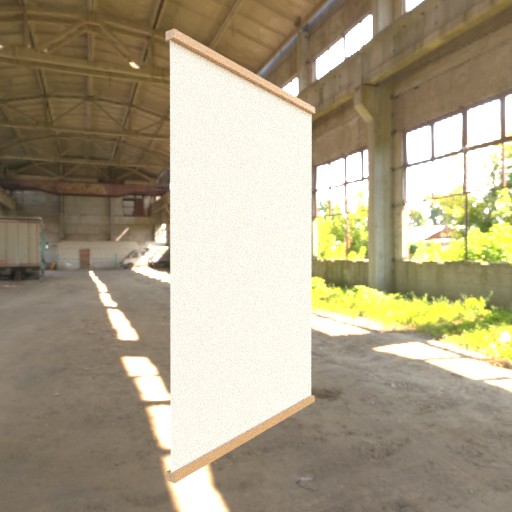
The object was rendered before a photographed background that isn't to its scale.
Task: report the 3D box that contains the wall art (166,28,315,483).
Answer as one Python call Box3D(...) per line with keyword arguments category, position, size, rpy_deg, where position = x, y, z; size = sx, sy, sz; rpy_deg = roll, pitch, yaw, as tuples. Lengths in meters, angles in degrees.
Box3D(category="wall art", position=(0.000, 0.000, 1.274), size=(0.027, 1.020, 0.669), rpy_deg=(0, 1, 35))
